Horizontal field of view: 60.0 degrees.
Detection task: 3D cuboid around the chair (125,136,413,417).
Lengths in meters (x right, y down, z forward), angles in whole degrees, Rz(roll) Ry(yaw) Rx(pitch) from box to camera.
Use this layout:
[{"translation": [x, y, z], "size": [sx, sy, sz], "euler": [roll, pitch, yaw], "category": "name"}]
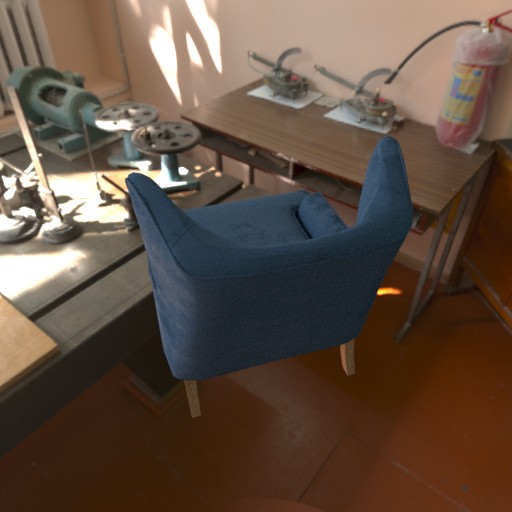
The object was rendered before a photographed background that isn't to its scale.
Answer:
[{"translation": [0.000, 0.000, 1.627], "size": [0.793, 0.952, 0.910], "euler": [-11, 41, -13], "category": "chair"}]
